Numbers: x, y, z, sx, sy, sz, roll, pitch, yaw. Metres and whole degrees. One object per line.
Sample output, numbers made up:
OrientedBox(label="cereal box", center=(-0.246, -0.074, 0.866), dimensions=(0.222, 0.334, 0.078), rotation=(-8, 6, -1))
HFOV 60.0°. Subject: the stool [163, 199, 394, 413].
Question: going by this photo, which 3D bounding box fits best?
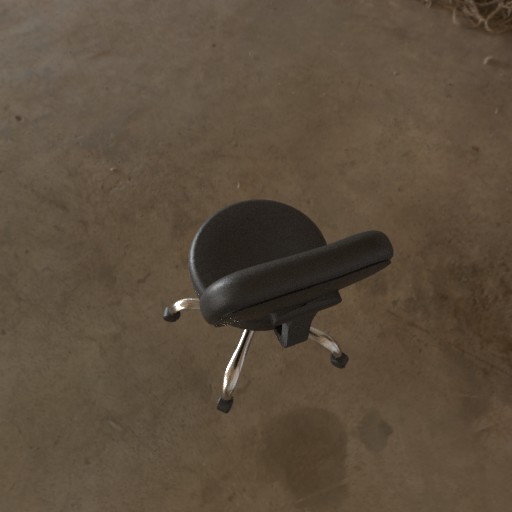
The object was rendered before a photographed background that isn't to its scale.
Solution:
OrientedBox(label="stool", center=(0.000, 0.000, 1.320), dimensions=(0.673, 0.862, 0.648), rotation=(-17, 61, -10))
